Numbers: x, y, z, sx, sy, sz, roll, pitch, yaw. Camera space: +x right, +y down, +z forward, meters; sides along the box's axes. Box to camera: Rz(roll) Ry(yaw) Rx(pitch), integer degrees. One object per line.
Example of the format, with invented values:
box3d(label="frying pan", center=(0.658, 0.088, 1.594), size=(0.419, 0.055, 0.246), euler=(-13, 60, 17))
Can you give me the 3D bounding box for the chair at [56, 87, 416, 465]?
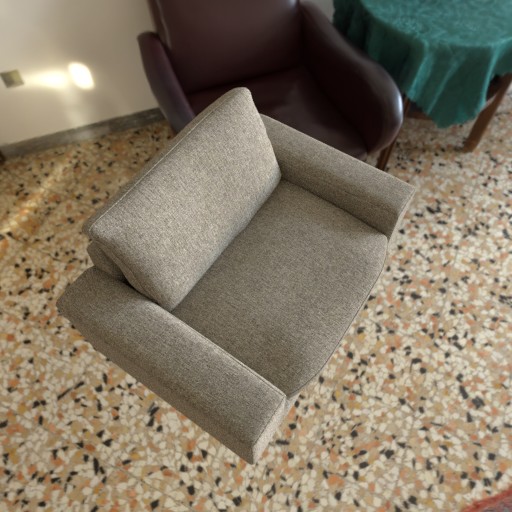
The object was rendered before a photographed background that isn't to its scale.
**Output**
box3d(label="chair", center=(0.000, 0.000, 2.026), size=(1.039, 0.915, 1.398), euler=(30, 63, 17))
